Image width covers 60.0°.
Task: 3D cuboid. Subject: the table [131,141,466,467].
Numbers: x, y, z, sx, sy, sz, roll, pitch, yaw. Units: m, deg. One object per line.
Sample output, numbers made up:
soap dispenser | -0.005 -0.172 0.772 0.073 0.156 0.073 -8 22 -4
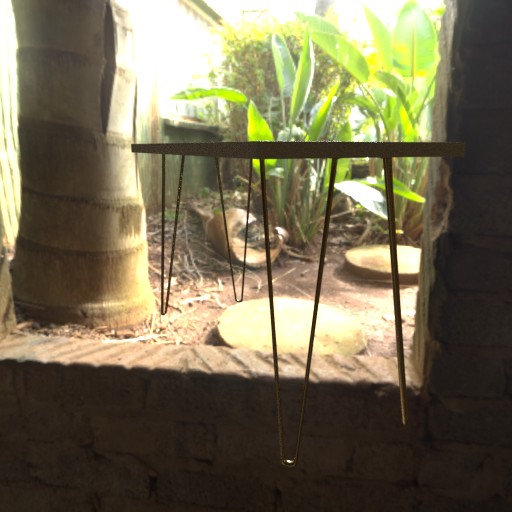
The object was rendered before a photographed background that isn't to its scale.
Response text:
table | 0.000 0.000 1.340 0.498 0.660 0.991 -7 15 -26
